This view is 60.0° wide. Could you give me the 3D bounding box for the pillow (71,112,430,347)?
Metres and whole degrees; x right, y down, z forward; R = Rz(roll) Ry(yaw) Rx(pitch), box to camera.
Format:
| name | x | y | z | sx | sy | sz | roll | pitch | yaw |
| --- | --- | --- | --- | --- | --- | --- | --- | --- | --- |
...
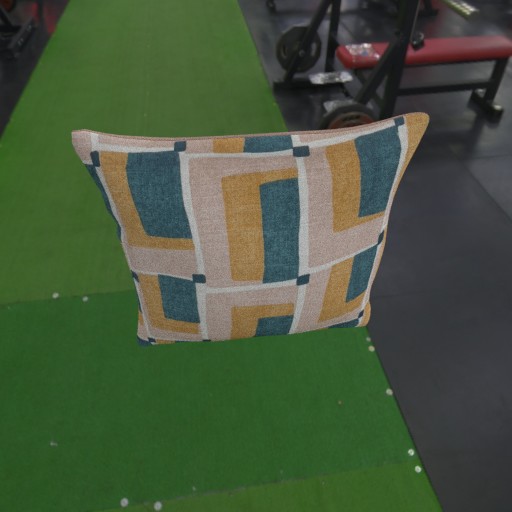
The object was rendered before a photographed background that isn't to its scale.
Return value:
| name | x | y | z | sx | sy | sz | roll | pitch | yaw |
| --- | --- | --- | --- | --- | --- | --- | --- | --- | --- |
| pillow | 0.000 | 0.000 | 0.744 | 0.478 | 0.479 | 0.158 | -4 | 45 | -4 |
